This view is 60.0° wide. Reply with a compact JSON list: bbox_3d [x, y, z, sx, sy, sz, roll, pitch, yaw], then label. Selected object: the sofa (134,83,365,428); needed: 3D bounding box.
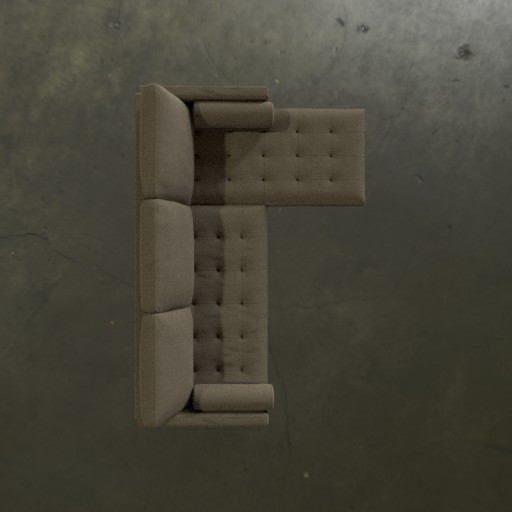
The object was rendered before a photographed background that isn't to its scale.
[{"bbox_3d":[0.000,0.000,2.983,1.506,0.875,2.178,0,90,-1],"label":"sofa"}]
